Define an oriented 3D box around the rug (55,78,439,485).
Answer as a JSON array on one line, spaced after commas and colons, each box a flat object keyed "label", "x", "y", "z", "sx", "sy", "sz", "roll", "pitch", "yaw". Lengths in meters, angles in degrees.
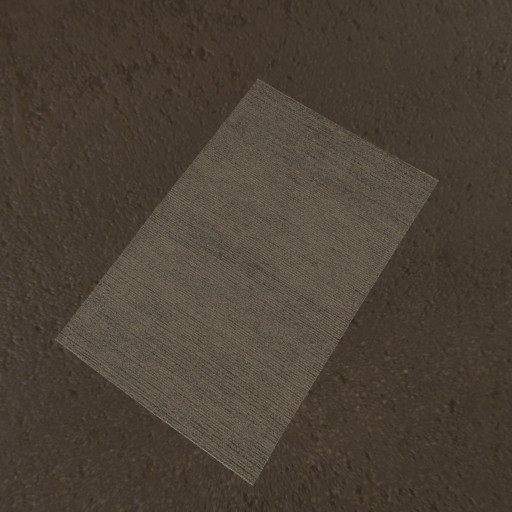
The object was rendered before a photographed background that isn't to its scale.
[{"label": "rug", "x": 0.000, "y": 0.000, "z": 2.236, "sx": 1.149, "sy": 0.021, "sz": 1.773, "roll": 33, "pitch": 77, "yaw": 9}]
